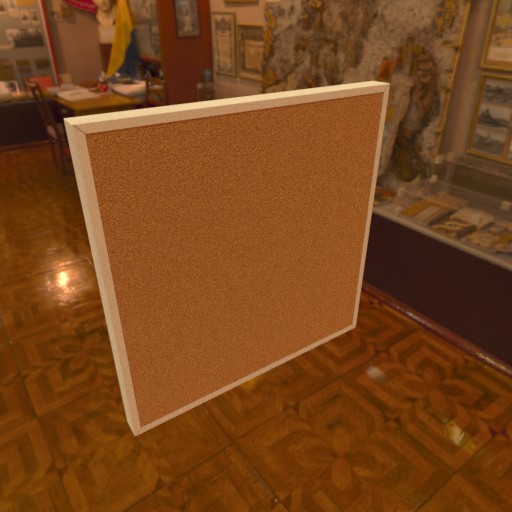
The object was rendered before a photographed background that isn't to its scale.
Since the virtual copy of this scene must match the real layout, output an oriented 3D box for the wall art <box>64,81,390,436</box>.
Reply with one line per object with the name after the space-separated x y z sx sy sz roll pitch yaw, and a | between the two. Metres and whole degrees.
0.000 0.000 0.744 0.508 0.508 0.037 -19 35 -29 | wall art
